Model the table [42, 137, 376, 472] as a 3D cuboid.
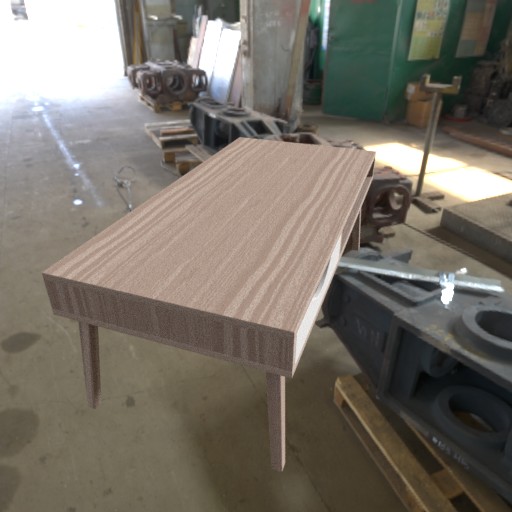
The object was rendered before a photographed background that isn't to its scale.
[{"bbox_3d":[0.000,0.000,1.519,0.600,0.450,1.200,11,32,17],"label":"table"}]
